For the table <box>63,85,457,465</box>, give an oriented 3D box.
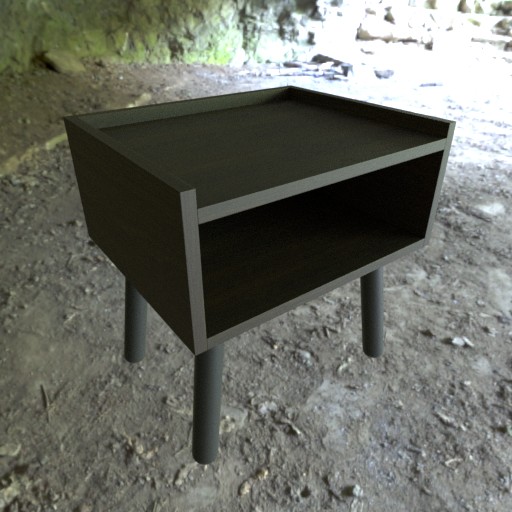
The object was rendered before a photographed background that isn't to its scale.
[{"bbox_3d":[0.000,0.000,0.774,0.450,0.470,0.370,-21,36,-31],"label":"table"}]
